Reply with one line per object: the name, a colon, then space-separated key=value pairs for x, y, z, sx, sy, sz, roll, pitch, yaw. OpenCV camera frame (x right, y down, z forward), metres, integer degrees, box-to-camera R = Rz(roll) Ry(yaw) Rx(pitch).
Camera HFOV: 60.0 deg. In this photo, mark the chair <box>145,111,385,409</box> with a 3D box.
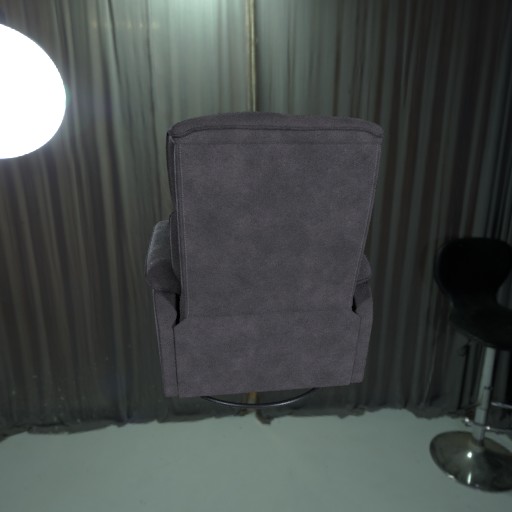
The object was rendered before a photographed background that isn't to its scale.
chair: x=0.000 y=0.000 z=1.725 sx=0.830 sy=1.035 sz=1.009 roll=-2 pitch=16 yaw=-7
